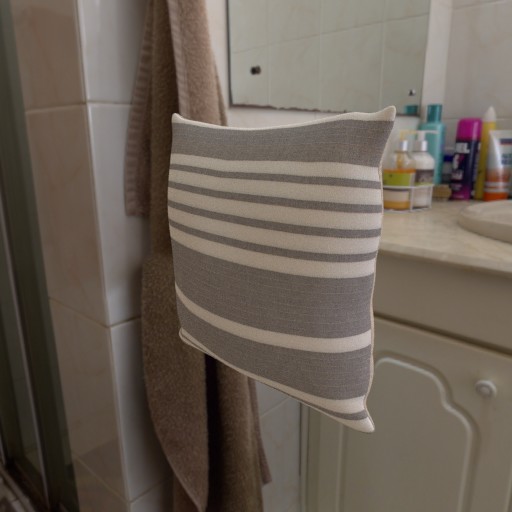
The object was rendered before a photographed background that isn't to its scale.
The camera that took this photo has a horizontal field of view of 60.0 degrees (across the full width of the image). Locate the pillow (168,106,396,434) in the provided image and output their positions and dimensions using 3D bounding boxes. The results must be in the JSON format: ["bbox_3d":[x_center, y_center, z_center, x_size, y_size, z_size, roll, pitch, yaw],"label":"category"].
[{"bbox_3d":[0.000,0.000,0.693,0.182,0.440,0.439,-14,21,-43],"label":"pillow"}]
